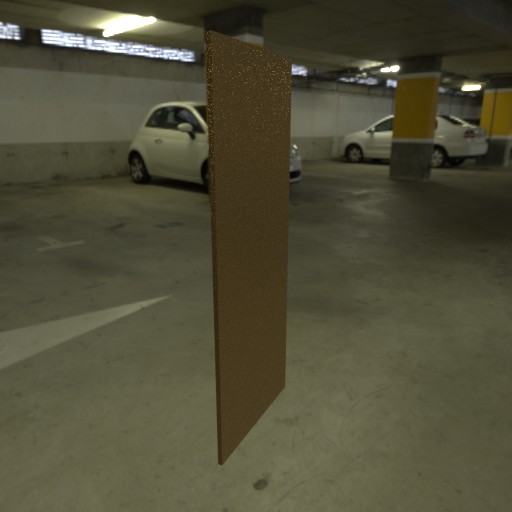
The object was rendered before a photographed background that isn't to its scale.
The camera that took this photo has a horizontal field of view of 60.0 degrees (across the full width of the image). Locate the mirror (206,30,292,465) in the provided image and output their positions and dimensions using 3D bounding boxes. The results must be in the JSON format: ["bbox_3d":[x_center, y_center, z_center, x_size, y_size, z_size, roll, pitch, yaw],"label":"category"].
[{"bbox_3d":[0.000,0.000,2.351,0.025,2.031,0.812,8,18,26],"label":"mirror"}]
